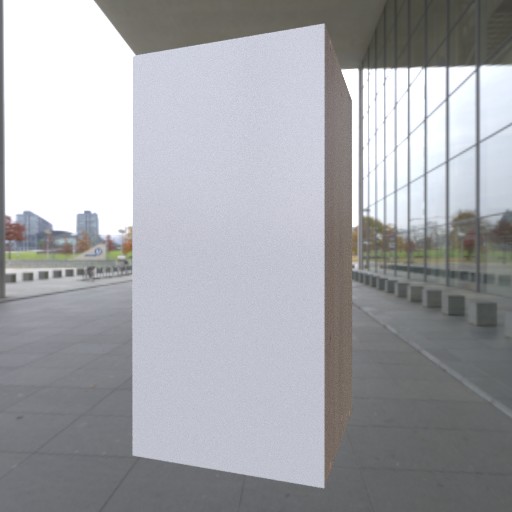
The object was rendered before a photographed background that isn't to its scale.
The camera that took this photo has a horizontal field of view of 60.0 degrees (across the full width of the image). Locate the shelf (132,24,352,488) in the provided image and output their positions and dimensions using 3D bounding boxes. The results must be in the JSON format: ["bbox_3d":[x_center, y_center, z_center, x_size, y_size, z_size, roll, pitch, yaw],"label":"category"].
[{"bbox_3d":[0.000,0.000,0.753,0.290,0.594,0.297,0,0,19],"label":"shelf"}]
